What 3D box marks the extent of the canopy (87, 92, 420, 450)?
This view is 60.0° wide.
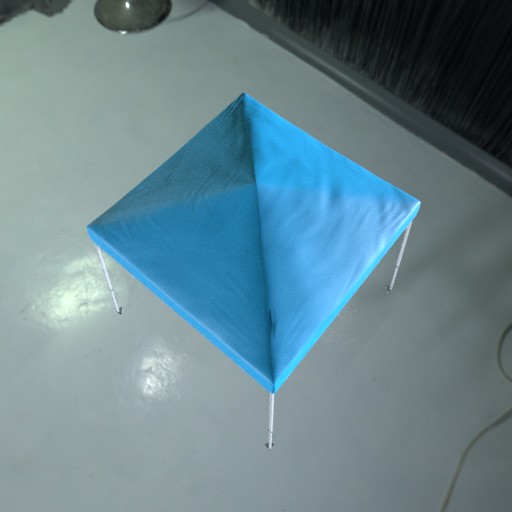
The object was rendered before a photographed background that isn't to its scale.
[{"bbox_3d":[0.000,0.000,5.175,2.848,2.849,2.849,37,69,17],"label":"canopy"}]
